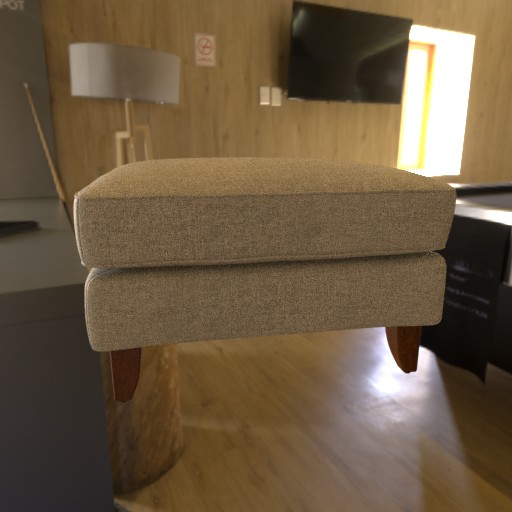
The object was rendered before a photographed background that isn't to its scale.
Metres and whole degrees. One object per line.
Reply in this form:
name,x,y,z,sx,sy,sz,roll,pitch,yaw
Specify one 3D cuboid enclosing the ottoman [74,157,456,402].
ottoman,0.000,0.000,1.308,0.889,0.561,0.661,-3,15,-10
